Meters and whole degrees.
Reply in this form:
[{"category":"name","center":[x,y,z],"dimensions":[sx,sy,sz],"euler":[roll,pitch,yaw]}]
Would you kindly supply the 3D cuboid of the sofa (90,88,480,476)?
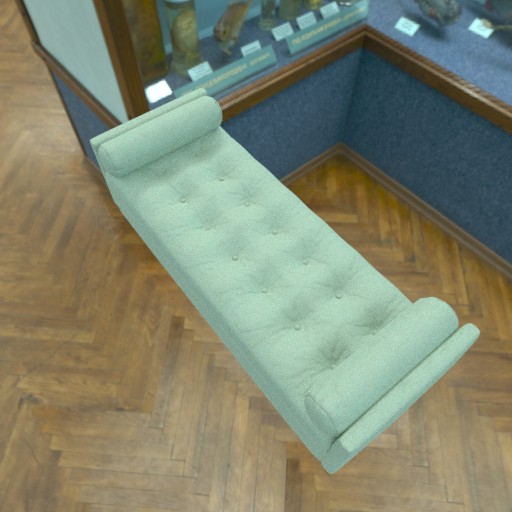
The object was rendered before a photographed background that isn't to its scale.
[{"category":"sofa","center":[0.000,0.000,2.408],"dimensions":[0.796,0.705,2.102],"euler":[-33,63,-20]}]
